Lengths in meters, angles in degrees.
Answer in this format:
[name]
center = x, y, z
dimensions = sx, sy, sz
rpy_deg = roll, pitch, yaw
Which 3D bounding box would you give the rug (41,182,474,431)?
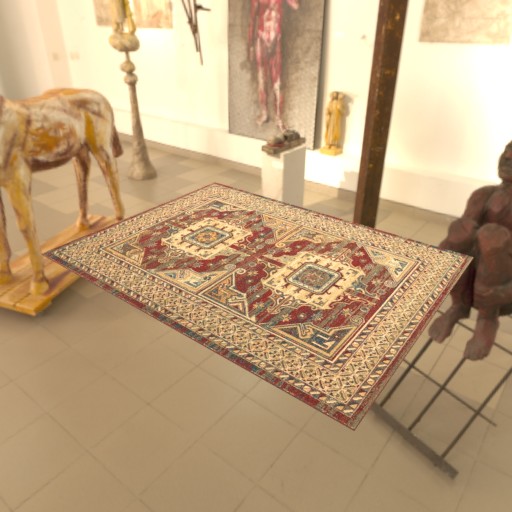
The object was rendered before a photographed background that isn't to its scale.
[rug]
center = 0.000, 0.000, 4.087
dimensions = 3.197, 0.013, 2.381
rpy_deg = 21, 36, 32
